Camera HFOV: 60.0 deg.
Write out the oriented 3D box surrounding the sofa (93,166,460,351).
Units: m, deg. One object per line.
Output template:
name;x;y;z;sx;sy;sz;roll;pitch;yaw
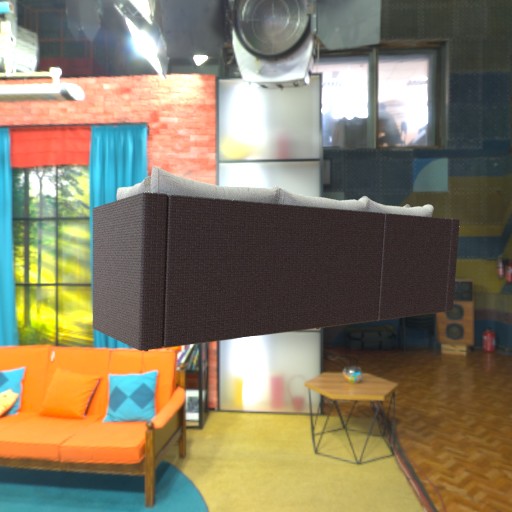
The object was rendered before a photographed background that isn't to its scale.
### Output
sofa;0.000;0.000;2.970;2.192;0.766;1.612;0;0;-36
